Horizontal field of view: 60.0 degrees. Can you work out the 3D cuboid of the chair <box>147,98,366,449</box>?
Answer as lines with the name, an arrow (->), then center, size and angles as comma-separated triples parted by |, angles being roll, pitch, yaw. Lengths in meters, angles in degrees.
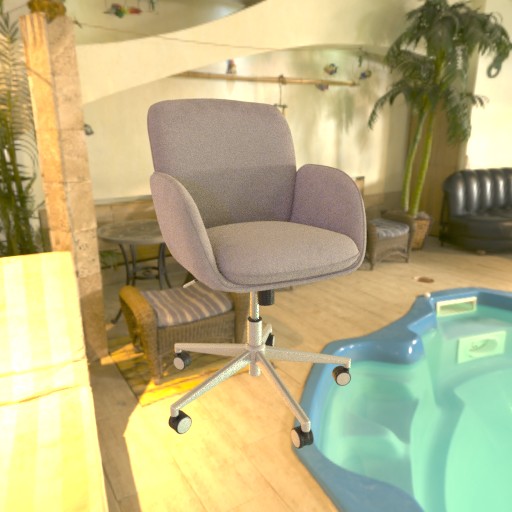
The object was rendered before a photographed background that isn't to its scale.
chair -> 0.000, 0.000, 1.380 | 0.648, 0.959, 0.654 | -8, 18, -25
